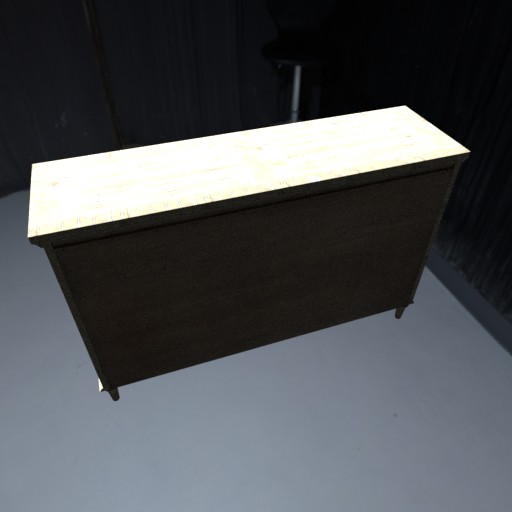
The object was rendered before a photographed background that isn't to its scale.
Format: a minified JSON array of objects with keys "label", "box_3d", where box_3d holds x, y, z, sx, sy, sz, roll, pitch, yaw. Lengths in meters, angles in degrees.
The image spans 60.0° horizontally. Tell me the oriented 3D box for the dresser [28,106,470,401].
[{"label":"dresser","box_3d":[0.000,0.000,2.045,1.626,1.016,0.457,-13,44,-14]}]
